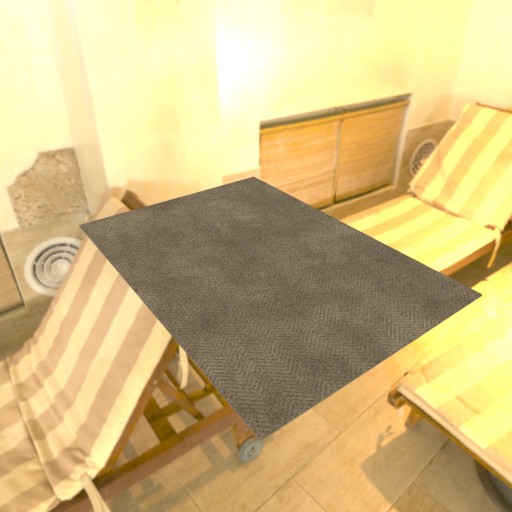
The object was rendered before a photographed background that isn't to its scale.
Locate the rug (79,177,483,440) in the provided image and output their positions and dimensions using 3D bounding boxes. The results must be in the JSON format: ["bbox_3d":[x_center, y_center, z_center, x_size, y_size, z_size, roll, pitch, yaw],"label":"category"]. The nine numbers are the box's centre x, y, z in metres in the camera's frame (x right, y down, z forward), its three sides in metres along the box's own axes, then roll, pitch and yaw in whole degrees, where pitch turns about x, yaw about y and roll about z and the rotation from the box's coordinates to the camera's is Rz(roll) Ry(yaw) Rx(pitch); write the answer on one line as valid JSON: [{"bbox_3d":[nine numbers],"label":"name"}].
[{"bbox_3d":[0.000,0.000,2.909,1.600,0.008,2.235,-21,38,-30],"label":"rug"}]
